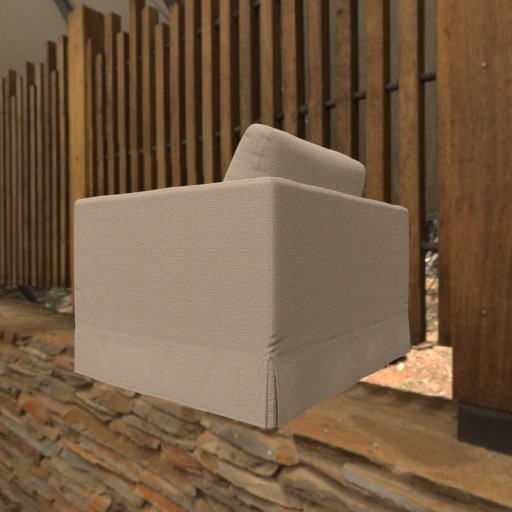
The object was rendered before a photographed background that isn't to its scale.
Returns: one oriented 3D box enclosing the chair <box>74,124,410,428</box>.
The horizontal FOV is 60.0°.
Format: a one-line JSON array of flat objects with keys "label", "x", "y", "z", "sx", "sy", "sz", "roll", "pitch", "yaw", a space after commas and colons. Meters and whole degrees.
[{"label": "chair", "x": 0.000, "y": 0.000, "z": 1.865, "sx": 0.957, "sy": 0.878, "sz": 1.150, "roll": 1, "pitch": 1, "yaw": 37}]
